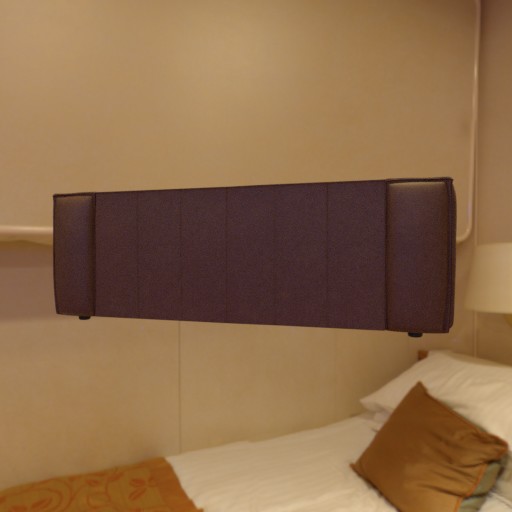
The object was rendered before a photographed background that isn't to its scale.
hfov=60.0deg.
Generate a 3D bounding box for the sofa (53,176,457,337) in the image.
[{"bbox_3d":[0.000,0.000,2.633,2.088,0.703,1.102,0,1,17],"label":"sofa"}]
